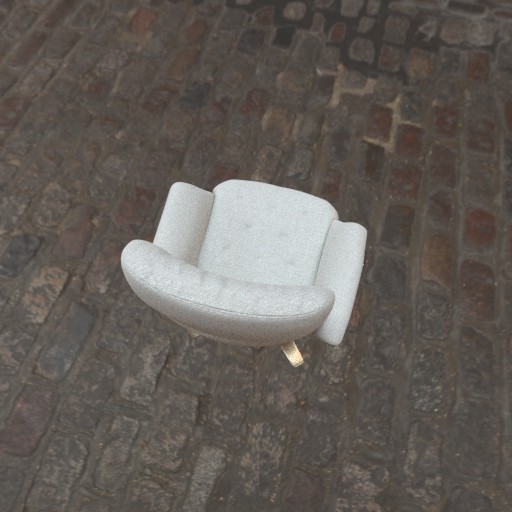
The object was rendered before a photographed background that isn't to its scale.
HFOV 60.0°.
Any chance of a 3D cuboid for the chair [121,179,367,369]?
[{"bbox_3d":[0.000,0.000,1.618,0.785,0.995,0.837,14,64,7],"label":"chair"}]
